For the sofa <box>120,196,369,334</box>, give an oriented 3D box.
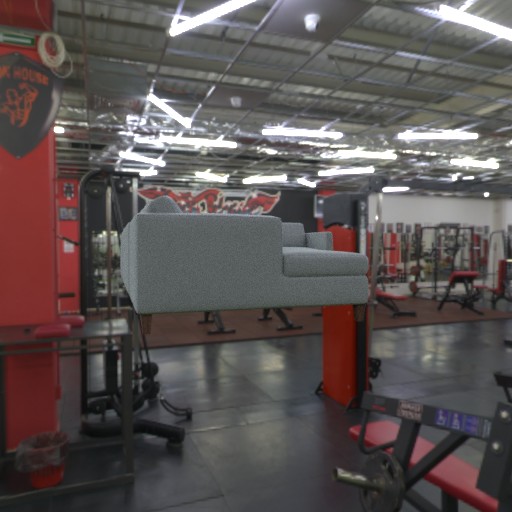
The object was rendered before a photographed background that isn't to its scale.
[{"bbox_3d":[0.000,0.000,4.469,2.551,0.853,3.238,0,1,-18],"label":"sofa"}]
